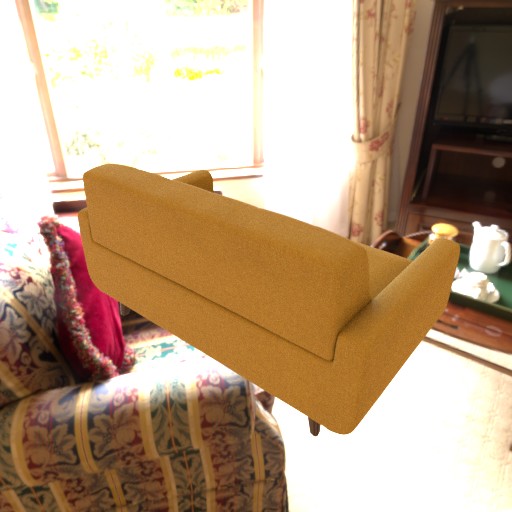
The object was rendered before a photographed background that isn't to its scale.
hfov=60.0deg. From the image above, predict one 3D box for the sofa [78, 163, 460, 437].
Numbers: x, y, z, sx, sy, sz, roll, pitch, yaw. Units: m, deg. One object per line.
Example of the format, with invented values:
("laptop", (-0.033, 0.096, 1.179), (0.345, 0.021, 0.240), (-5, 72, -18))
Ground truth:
("sofa", (0.000, 0.000, 2.169), (1.631, 0.841, 0.909), (22, 36, 34))
